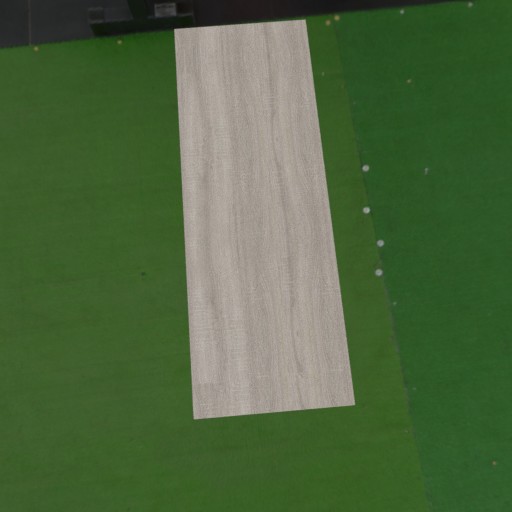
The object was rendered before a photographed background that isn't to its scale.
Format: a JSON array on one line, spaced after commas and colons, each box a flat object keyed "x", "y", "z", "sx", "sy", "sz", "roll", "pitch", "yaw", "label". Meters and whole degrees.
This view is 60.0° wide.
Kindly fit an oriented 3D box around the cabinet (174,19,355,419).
[{"x": 0.000, "y": 0.000, "z": 1.882, "sx": 0.398, "sy": 1.388, "sz": 1.111, "roll": -5, "pitch": 77, "yaw": -1, "label": "cabinet"}]
